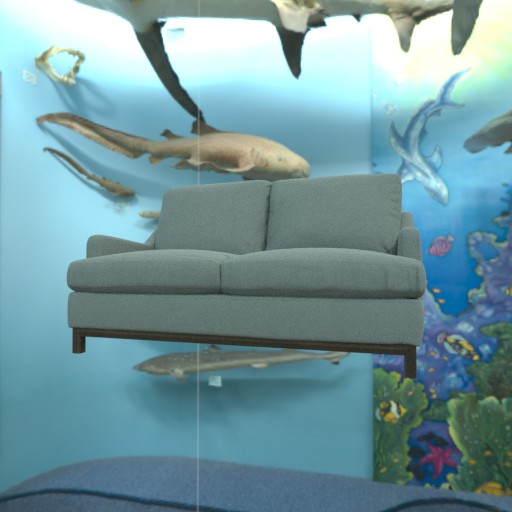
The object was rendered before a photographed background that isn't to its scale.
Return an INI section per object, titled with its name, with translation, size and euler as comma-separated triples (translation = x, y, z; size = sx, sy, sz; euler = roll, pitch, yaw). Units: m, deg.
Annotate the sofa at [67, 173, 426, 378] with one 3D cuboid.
[sofa]
translation = 0.000, 0.000, 2.284
size = 1.589, 0.921, 0.987
euler = 0, -1, 18
